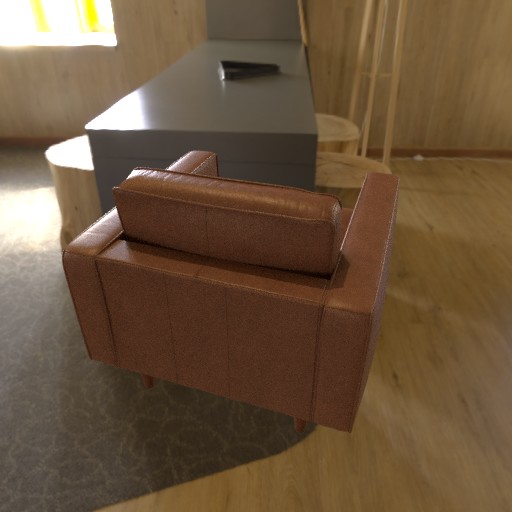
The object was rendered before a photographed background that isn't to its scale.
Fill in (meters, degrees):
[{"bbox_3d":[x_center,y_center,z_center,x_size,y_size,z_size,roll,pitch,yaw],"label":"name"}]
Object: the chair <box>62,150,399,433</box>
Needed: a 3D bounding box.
[{"bbox_3d":[0.000,0.000,1.581,0.920,0.770,0.900,11,34,16],"label":"chair"}]
